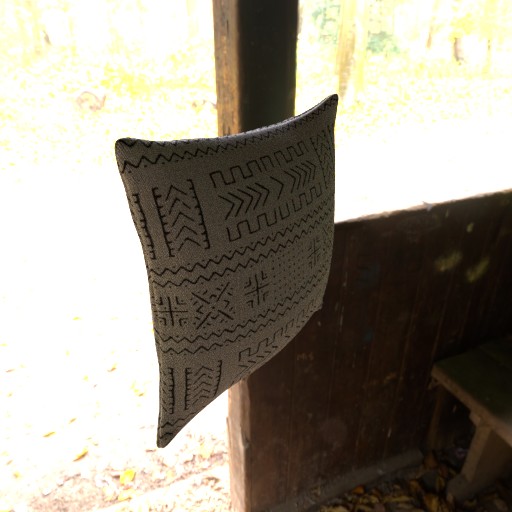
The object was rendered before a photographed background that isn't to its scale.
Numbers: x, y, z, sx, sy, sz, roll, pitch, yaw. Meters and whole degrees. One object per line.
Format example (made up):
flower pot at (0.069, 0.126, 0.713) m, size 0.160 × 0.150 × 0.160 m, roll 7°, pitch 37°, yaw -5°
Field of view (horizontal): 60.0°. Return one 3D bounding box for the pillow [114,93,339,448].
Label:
pillow at (0.000, 0.000, 0.668) m, size 0.164 × 0.430 × 0.438 m, roll 20°, pitch 34°, yaw 33°
